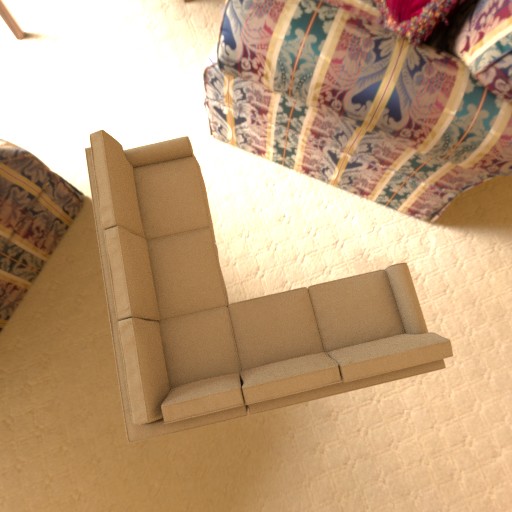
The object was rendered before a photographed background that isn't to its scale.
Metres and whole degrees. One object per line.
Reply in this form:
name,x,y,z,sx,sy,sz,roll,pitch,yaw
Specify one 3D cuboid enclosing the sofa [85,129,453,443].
sofa,0.000,0.000,4.234,2.730,1.124,2.733,-12,76,-3
